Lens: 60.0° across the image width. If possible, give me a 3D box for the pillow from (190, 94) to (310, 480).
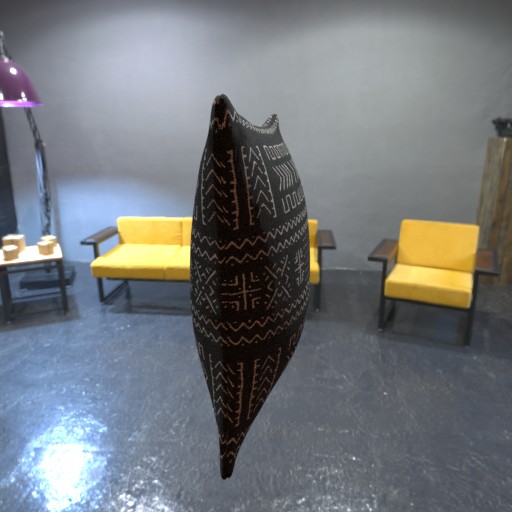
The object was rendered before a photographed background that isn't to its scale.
[{"bbox_3d":[0.000,0.000,0.668,0.164,0.430,0.438,3,16,9],"label":"pillow"}]
